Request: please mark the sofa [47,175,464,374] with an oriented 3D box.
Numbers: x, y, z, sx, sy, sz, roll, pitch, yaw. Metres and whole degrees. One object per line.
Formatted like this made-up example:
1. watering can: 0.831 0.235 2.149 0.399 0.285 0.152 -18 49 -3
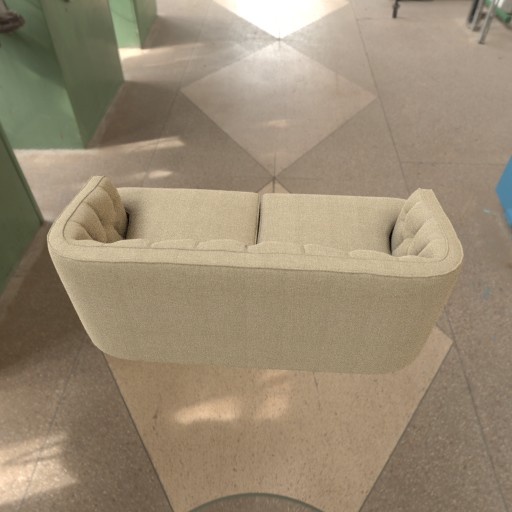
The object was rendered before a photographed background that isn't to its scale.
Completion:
1. sofa: 0.000 0.000 2.236 1.733 0.855 0.941 3 46 3
